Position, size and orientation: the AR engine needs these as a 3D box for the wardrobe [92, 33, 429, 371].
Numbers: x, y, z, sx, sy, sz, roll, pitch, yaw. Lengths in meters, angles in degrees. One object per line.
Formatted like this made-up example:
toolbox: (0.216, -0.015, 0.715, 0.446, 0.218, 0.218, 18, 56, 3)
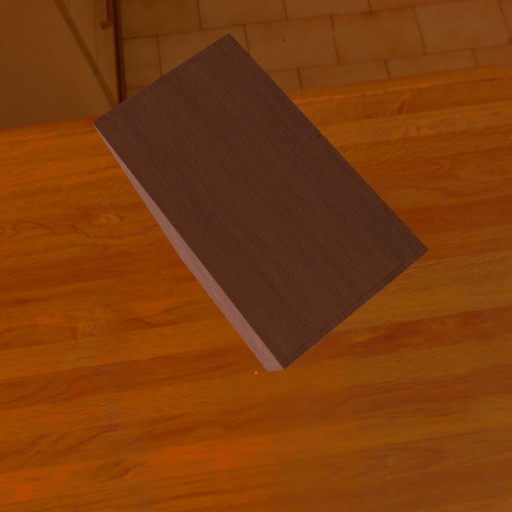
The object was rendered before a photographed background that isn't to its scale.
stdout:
wardrobe: (0.000, 0.000, 2.256, 0.577, 1.808, 0.991, -37, 78, -9)
